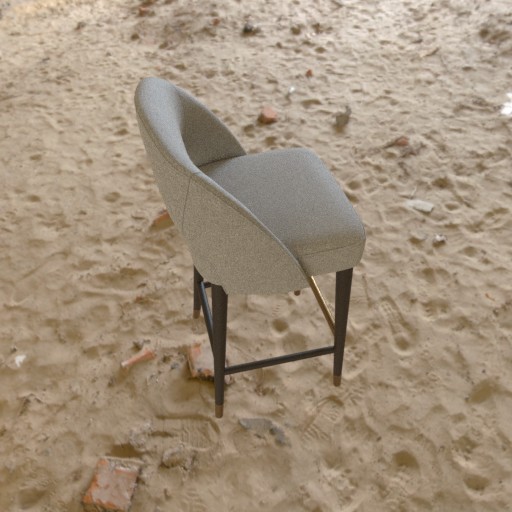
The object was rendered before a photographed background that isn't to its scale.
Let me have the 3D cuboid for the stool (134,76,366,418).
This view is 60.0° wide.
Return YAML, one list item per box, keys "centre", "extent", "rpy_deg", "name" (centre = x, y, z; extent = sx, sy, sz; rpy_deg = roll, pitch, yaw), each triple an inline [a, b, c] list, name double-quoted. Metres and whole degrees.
- centre: [0.000, 0.000, 1.310]
  extent: [0.509, 1.037, 0.494]
  rpy_deg: [-12, 48, -11]
  name: "stool"
